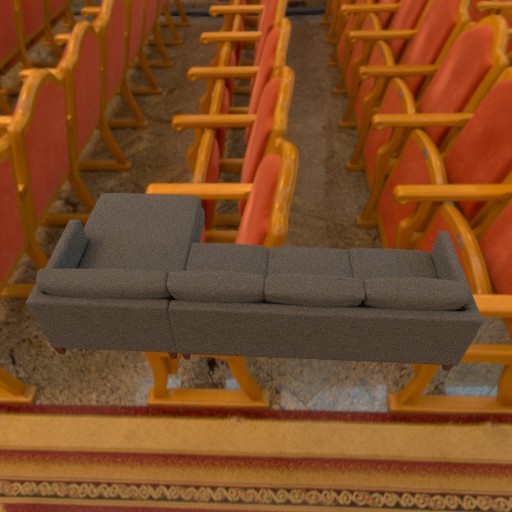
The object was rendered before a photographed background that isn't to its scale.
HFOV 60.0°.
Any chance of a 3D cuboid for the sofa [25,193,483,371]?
[{"bbox_3d":[0.000,0.000,3.795,3.186,0.846,1.625,2,45,2],"label":"sofa"}]
